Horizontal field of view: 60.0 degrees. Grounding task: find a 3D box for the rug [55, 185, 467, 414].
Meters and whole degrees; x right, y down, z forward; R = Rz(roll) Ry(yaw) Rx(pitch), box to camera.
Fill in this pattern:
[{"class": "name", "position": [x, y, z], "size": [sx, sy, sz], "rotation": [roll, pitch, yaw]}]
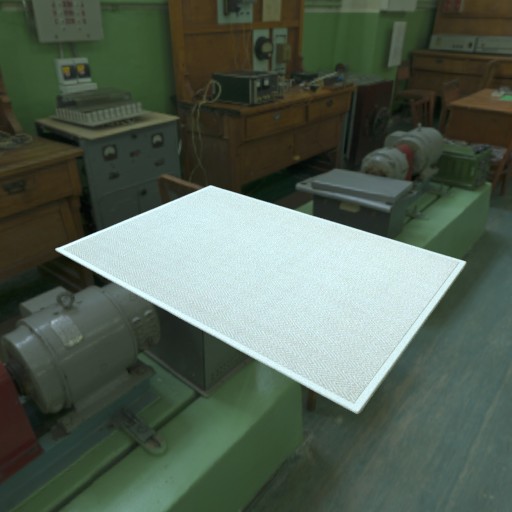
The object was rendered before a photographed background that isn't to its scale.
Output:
[{"class": "rug", "position": [0.000, 0.000, 2.911], "size": [2.244, 0.017, 1.532], "rotation": [21, 36, 32]}]
